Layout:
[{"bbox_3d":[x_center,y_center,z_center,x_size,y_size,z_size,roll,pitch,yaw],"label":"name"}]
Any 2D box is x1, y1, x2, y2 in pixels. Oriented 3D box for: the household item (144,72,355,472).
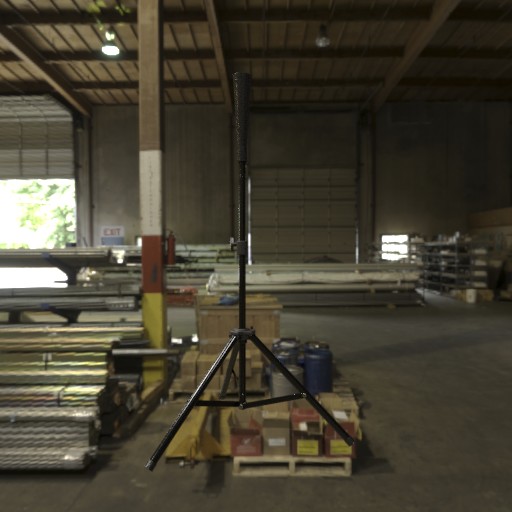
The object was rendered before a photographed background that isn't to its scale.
[{"bbox_3d":[0.000,0.000,1.361,0.559,1.067,0.559,0,1,0],"label":"household item"}]
